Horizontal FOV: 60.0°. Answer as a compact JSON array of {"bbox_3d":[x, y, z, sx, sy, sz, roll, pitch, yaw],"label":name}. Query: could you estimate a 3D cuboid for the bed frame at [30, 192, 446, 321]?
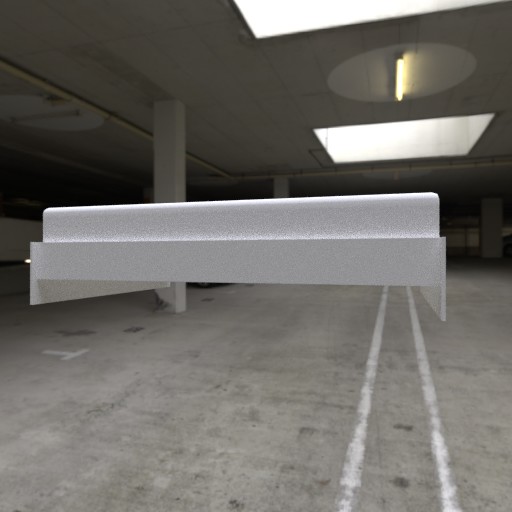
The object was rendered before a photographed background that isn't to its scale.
[{"bbox_3d":[0.000,0.000,2.645,1.945,0.497,1.445,0,0,17],"label":"bed frame"}]
